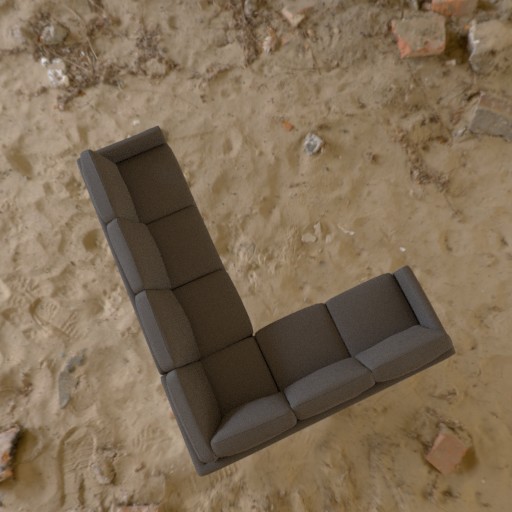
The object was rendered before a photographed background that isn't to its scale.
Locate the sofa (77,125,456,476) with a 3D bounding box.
[{"bbox_3d":[0.000,0.000,4.487,2.593,0.947,3.302,-24,78,-5],"label":"sofa"}]
